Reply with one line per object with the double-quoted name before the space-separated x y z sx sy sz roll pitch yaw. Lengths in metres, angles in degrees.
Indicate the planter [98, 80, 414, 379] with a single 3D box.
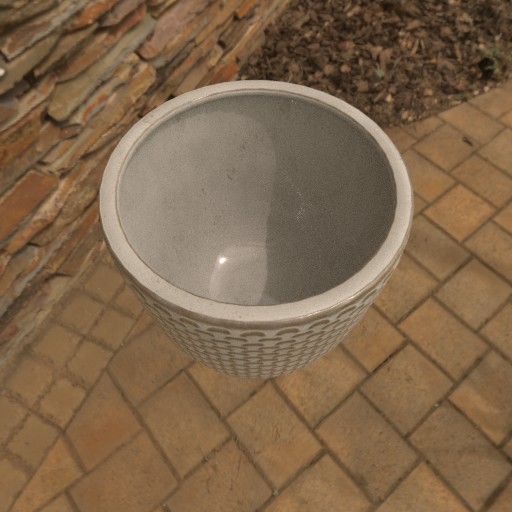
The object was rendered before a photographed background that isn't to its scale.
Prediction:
"planter" 0.000 0.000 0.309 0.173 0.160 0.173 0 58 0
